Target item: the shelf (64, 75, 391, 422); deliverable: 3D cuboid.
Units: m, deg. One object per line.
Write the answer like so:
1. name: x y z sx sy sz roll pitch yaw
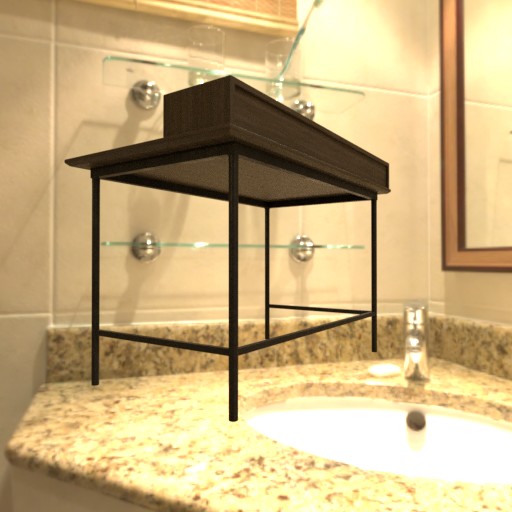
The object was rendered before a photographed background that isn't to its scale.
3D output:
1. shelf: 0.000 0.000 1.750 0.685 0.865 1.212 0 -1 35
